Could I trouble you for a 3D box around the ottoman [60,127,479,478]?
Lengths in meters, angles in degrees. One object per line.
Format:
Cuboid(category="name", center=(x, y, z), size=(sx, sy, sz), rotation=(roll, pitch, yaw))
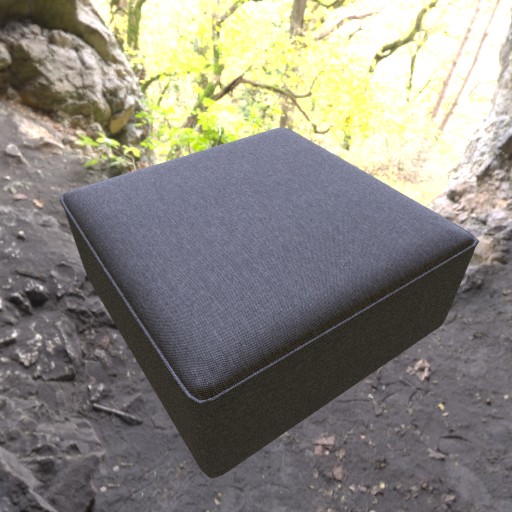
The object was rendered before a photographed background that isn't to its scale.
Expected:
Cuboid(category="ottoman", center=(0.000, 0.000, 1.556), size=(1.005, 0.455, 1.005), rotation=(-24, 46, -26))
